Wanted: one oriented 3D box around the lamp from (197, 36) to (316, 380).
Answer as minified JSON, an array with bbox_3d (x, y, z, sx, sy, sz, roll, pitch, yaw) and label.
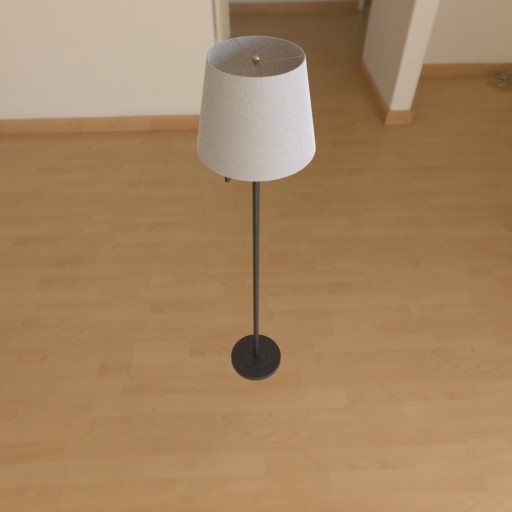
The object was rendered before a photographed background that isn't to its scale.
[{"bbox_3d":[0.000,0.000,1.647,0.348,1.473,0.348,-21,50,-19],"label":"lamp"}]
